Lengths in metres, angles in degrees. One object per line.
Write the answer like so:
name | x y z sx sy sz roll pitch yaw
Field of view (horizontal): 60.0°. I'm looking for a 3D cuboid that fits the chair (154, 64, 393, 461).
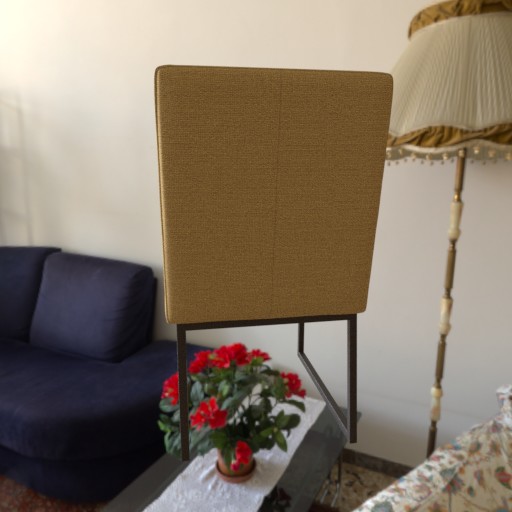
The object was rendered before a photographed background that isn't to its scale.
chair | 0.000 0.000 1.296 0.520 0.930 0.634 -2 12 -9
